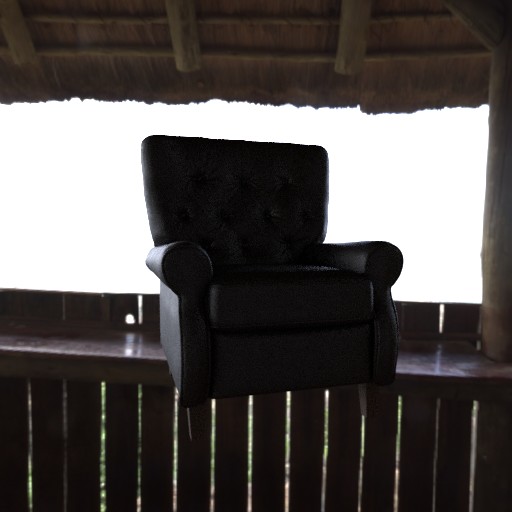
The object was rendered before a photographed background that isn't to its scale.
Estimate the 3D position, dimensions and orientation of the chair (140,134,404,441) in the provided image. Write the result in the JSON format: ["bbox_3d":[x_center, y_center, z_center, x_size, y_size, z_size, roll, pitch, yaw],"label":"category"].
[{"bbox_3d":[0.000,0.000,1.925,0.948,1.158,1.058,-1,3,-16],"label":"chair"}]
